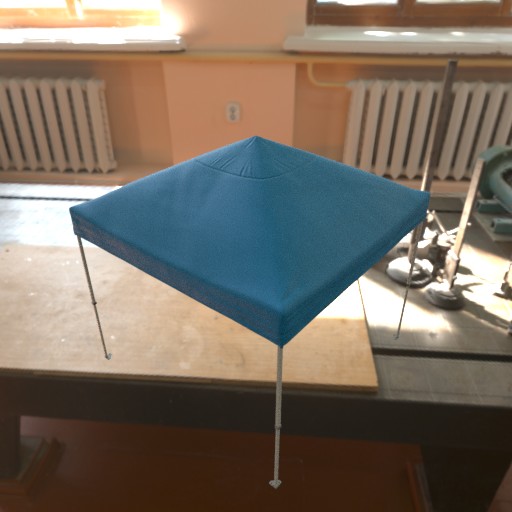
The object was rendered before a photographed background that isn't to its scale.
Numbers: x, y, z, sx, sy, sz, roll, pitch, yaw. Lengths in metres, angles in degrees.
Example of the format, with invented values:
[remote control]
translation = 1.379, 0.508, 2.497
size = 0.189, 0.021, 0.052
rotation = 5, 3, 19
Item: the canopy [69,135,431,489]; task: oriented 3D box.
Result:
[canopy]
translation = 0.000, 0.000, 5.499
size = 2.996, 2.997, 2.998
rotation = 23, 38, 33
